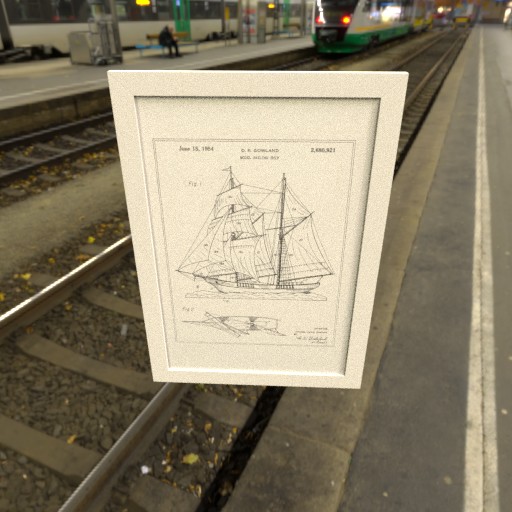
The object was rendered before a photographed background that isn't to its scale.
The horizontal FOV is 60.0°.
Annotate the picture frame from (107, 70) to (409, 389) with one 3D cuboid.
[{"bbox_3d":[0.000,0.000,0.594,0.326,0.459,0.011,1,29,2],"label":"picture frame"}]
